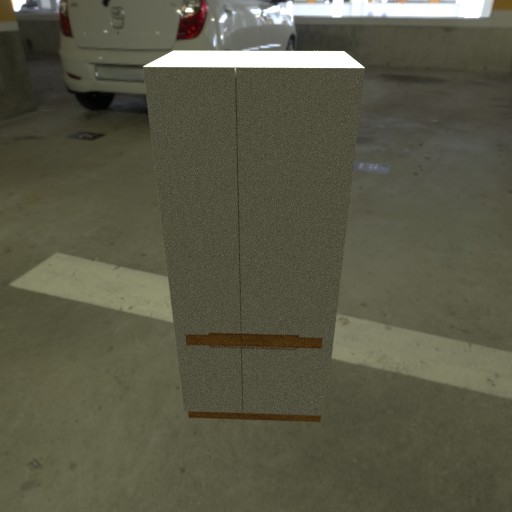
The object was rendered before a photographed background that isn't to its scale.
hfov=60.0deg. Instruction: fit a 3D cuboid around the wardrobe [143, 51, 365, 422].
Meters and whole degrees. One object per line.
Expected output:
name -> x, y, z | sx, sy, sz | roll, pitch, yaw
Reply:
wardrobe -> 0.000, 0.000, 2.488 | 0.860, 2.040, 0.600 | 1, 30, 2
